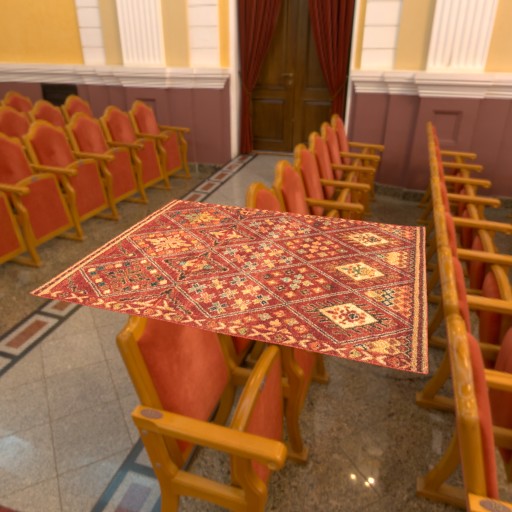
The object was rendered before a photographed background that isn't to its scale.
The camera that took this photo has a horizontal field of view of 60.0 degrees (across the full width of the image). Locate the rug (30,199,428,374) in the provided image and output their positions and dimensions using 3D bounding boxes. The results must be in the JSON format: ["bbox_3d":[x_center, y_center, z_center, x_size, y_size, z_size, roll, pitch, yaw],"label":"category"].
[{"bbox_3d":[0.000,0.000,4.237,3.086,0.030,2.489,8,27,16],"label":"rug"}]
